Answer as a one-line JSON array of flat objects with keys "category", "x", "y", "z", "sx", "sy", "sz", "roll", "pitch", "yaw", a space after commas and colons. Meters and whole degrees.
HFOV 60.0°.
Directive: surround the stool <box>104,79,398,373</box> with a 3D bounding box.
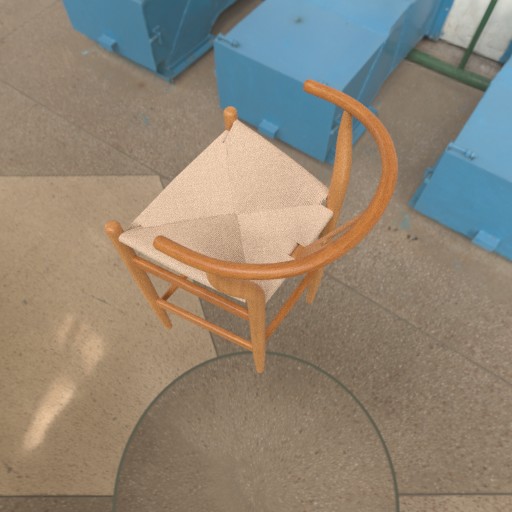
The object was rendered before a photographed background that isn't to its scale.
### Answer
[{"category": "stool", "x": 0.000, "y": 0.000, "z": 1.338, "sx": 0.579, "sy": 0.970, "sz": 0.569, "roll": 33, "pitch": 67, "yaw": 16}]
